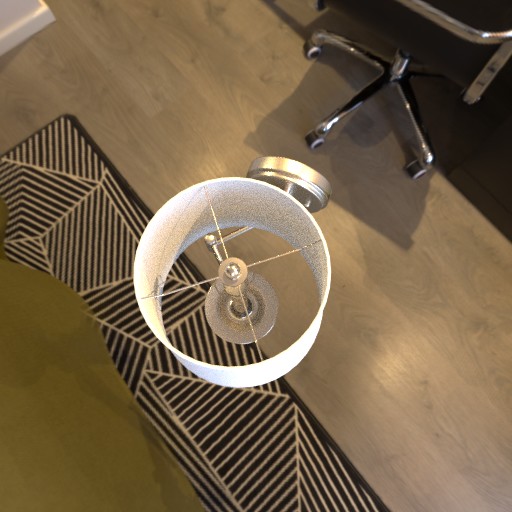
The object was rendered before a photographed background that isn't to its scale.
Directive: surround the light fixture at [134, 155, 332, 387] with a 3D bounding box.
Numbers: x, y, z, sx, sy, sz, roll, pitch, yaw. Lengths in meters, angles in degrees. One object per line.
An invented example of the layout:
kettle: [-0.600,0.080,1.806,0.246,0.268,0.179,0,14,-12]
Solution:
light fixture: [0.000,0.000,0.594,0.223,0.381,0.348,19,77,5]
